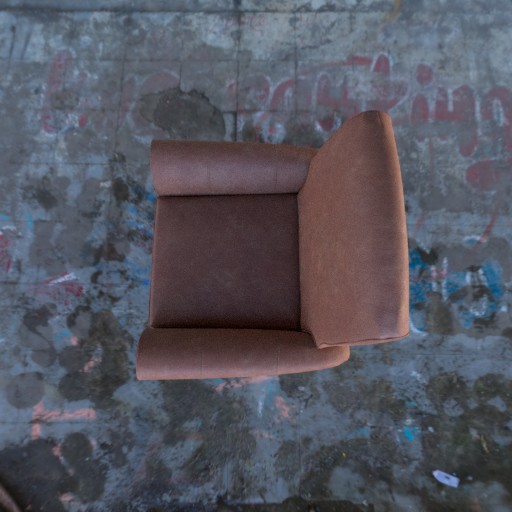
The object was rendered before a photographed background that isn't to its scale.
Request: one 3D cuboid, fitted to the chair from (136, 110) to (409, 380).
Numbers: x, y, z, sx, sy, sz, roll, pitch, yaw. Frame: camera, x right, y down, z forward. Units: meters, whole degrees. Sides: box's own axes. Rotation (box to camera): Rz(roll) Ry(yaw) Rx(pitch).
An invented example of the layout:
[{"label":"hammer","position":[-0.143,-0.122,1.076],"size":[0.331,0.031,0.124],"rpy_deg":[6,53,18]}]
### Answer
[{"label":"chair","position":[0.000,0.000,1.816],"size":[0.902,1.061,0.978],"rpy_deg":[0,75,0]}]
